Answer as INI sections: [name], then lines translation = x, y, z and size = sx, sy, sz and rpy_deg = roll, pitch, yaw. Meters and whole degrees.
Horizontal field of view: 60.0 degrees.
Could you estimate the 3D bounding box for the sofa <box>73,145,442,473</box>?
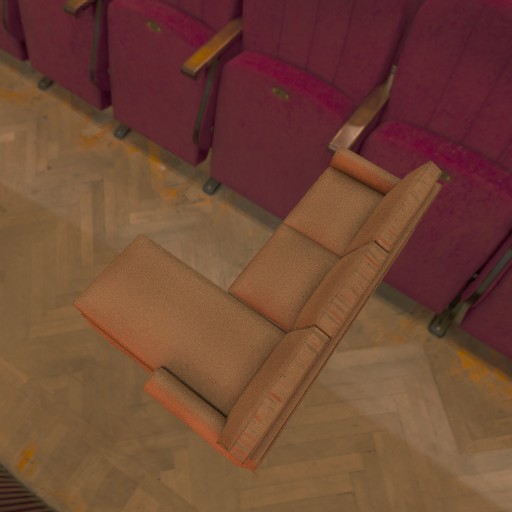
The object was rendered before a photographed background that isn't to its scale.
[sofa]
translation = 0.000, 0.000, 3.363
size = 1.733, 0.978, 2.475
rpy_deg = 33, 67, 16
